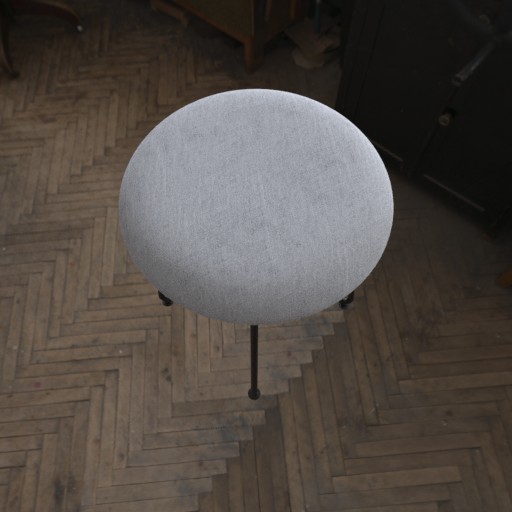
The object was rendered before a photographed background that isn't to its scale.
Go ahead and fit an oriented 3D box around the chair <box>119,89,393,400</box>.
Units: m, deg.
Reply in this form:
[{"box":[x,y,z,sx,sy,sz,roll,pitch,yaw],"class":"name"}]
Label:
[{"box":[0.000,0.000,0.646,0.350,0.386,0.350,1,64,0],"class":"chair"}]
